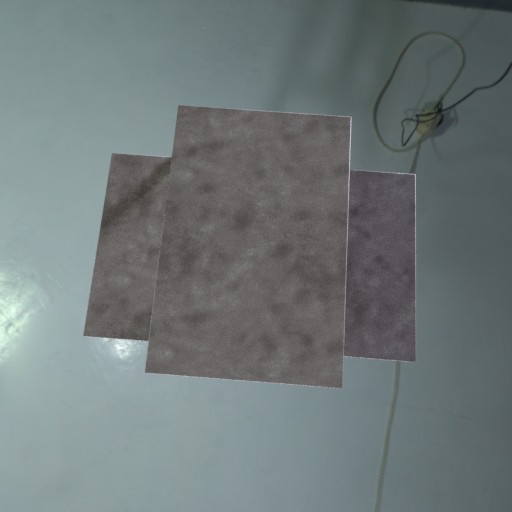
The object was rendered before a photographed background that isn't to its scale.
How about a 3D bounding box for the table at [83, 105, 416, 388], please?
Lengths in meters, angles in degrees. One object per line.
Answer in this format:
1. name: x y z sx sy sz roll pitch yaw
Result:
1. table: 0.000 0.000 2.089 1.443 0.700 1.100 4 77 1
